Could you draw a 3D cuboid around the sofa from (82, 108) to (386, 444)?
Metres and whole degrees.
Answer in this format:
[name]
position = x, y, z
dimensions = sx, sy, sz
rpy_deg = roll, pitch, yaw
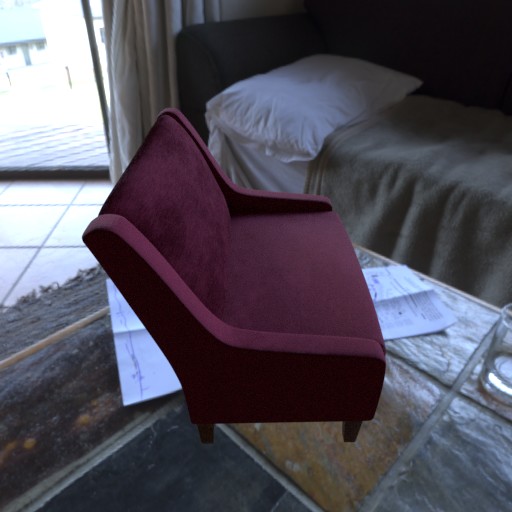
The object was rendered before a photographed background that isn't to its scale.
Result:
[sofa]
position = 0.000, 0.000, 1.936
dimensions = 0.946, 0.976, 1.242
rpy_deg = 0, 33, -1
